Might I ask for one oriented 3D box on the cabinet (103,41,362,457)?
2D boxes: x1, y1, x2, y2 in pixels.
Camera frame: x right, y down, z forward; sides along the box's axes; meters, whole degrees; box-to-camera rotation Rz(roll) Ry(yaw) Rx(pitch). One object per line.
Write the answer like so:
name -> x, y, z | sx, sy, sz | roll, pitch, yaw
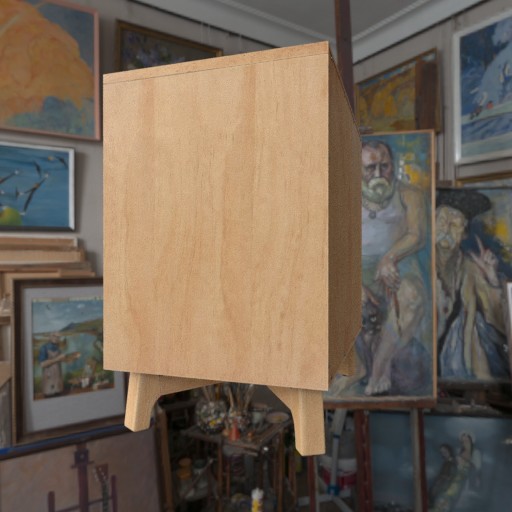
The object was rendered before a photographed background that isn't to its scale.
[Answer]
cabinet -> 0.000, 0.000, 0.939 | 0.394, 0.599, 0.551 | 0, 0, 18
